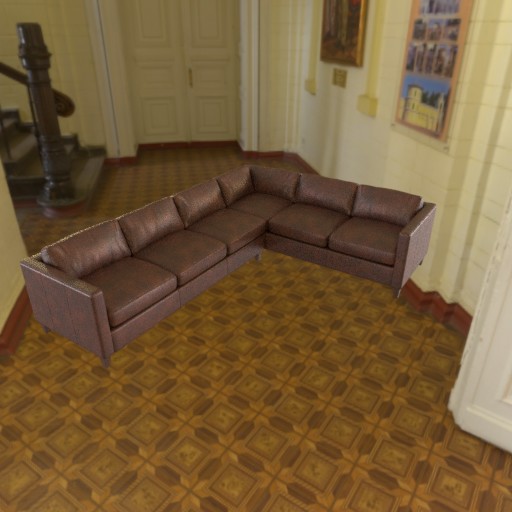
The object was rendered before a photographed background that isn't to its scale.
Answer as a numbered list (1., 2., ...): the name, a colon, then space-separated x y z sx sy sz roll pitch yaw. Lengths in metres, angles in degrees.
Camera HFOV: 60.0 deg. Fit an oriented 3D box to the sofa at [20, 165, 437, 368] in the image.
1. sofa: 0.000 0.000 4.192 2.438 0.836 3.152 17 32 30
